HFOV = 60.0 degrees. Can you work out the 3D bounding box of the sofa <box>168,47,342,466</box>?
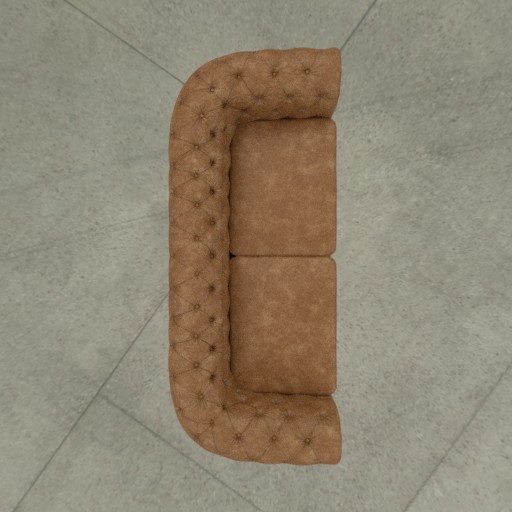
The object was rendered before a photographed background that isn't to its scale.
[{"bbox_3d":[0.000,0.000,2.775,0.989,0.760,2.365,0,90,1],"label":"sofa"}]
